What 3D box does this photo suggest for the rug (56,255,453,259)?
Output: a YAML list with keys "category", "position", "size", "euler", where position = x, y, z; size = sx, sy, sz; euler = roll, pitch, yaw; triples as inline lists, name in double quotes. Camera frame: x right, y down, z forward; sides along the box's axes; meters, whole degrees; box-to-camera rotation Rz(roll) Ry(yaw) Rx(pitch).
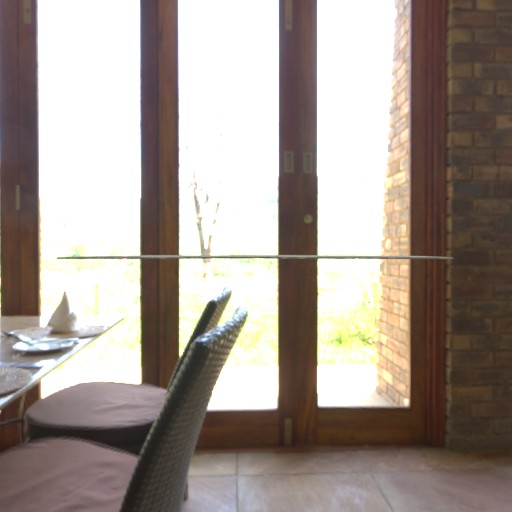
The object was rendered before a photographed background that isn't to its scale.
- category: "rug"
  position: [0.000, 0.000, 2.755]
  size: [1.522, 0.013, 2.133]
  euler: [0, 0, 0]
